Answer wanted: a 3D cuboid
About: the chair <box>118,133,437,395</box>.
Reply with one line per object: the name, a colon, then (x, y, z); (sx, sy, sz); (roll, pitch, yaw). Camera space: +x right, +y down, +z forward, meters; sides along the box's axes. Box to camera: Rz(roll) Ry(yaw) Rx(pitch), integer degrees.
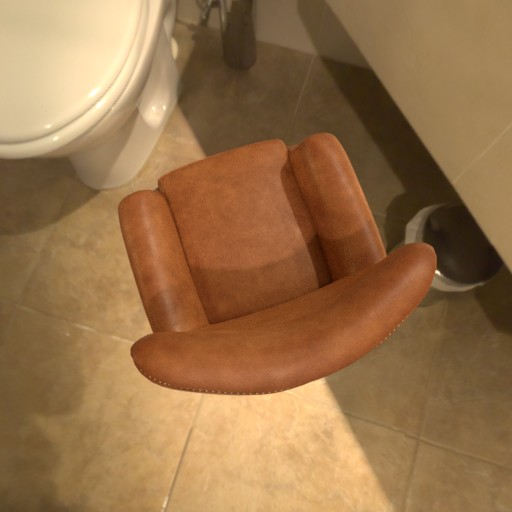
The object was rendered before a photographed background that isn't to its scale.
chair: (0.000, 0.000, 1.638); (0.861, 0.936, 0.921); (-19, 76, -5)
